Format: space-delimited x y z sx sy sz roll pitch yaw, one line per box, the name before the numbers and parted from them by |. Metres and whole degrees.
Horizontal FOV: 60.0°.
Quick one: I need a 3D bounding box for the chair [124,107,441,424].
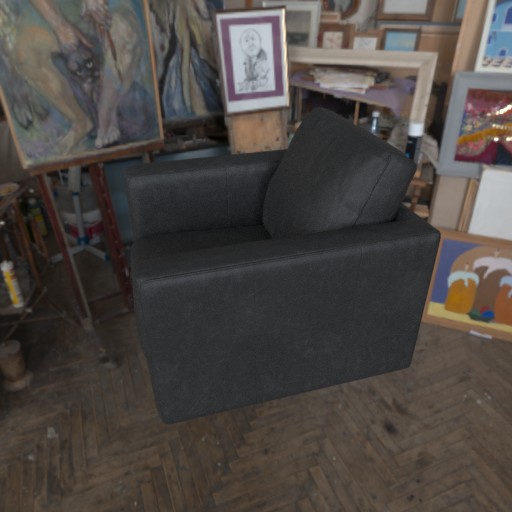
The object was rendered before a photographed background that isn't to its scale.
chair | 0.000 0.000 1.588 0.879 0.898 0.831 -9 33 -13
